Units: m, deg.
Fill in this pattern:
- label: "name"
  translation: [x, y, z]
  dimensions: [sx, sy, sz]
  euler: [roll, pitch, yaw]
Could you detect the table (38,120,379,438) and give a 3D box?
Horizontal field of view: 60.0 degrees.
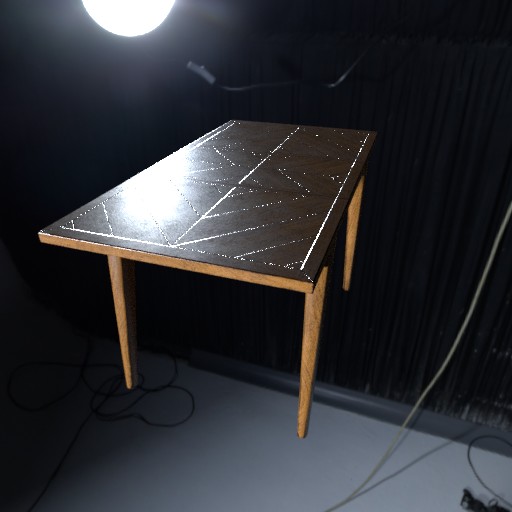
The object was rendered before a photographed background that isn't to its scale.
- label: "table"
  translation: [0.000, 0.000, 1.847]
  dimensions: [0.757, 0.760, 1.400]
  euler: [10, 31, 17]
